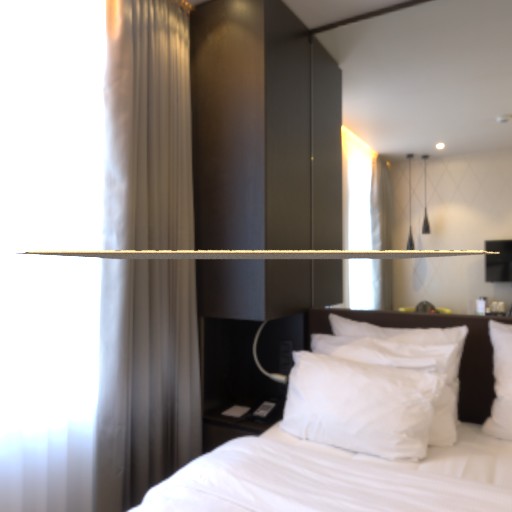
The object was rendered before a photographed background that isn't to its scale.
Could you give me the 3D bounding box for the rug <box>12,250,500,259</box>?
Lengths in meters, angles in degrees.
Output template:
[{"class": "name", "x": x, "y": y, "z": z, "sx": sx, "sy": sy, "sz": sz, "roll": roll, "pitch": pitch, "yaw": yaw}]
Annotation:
[{"class": "rug", "x": 0.000, "y": 0.000, "z": 2.261, "sx": 1.847, "sy": 0.014, "sz": 1.230, "roll": 0, "pitch": -1, "yaw": 0}]
